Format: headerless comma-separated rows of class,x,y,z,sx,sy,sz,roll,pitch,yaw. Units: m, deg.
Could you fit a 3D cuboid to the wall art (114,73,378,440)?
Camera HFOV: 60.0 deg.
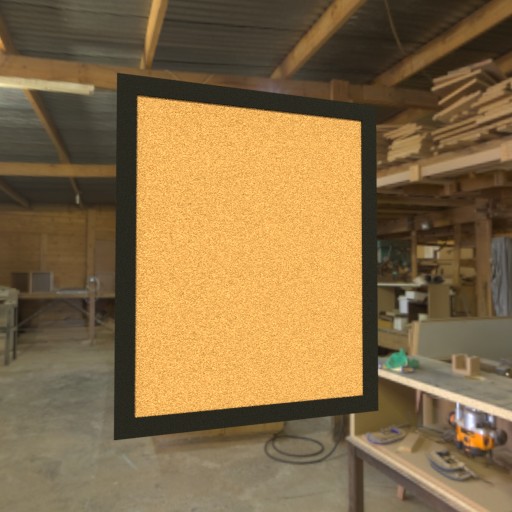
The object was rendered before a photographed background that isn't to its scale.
wall art,0.000,0.000,0.756,0.457,0.559,0.029,1,-2,-18
